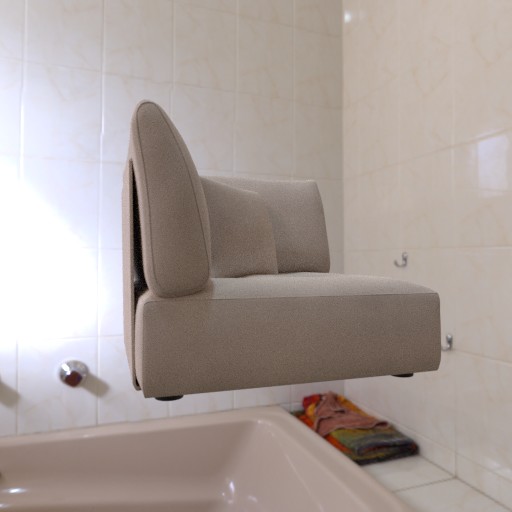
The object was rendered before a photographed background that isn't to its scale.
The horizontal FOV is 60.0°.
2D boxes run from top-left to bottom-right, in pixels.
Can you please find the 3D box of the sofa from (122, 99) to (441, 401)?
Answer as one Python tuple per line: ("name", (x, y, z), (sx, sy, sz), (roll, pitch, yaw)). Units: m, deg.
("sofa", (0.000, 0.000, 1.752), (1.000, 0.820, 1.000), (0, -1, -18))
